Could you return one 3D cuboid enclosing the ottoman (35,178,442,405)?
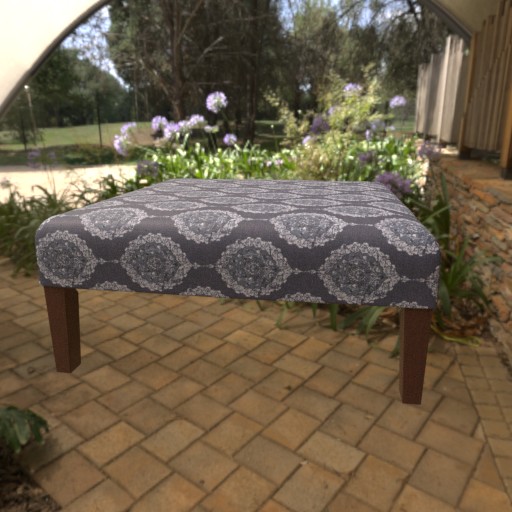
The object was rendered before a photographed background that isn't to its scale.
[{"bbox_3d":[0.000,0.000,1.390,0.890,0.409,0.889,3,16,9],"label":"ottoman"}]
